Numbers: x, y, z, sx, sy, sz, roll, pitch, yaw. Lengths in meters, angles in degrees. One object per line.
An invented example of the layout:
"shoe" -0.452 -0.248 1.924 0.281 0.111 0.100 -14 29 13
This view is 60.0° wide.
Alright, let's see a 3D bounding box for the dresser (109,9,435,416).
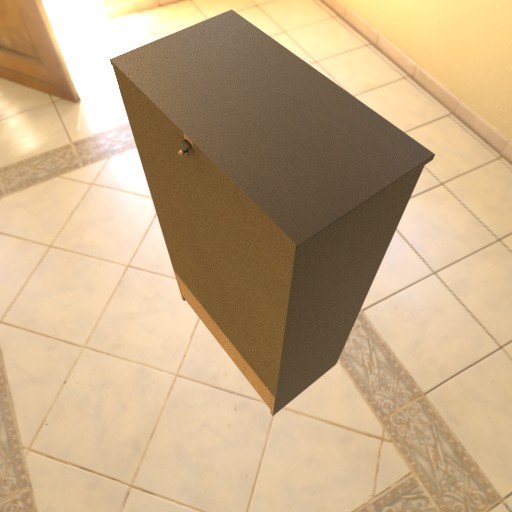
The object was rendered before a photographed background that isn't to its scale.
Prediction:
"dresser" 0.000 0.000 1.517 0.418 1.254 0.704 -33 63 -20
